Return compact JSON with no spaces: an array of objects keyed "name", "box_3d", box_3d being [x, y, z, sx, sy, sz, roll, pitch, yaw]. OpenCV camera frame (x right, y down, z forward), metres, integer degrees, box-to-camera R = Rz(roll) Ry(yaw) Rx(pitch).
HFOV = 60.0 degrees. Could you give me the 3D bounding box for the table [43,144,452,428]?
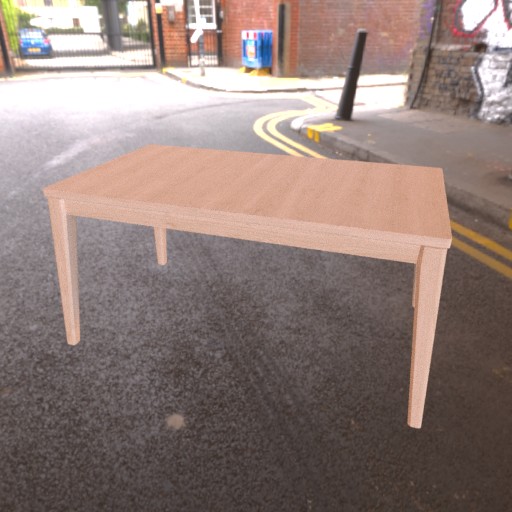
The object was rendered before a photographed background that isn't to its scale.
[{"name":"table","box_3d":[0.000,0.000,2.090,1.600,0.760,0.900,9,28,17]}]
